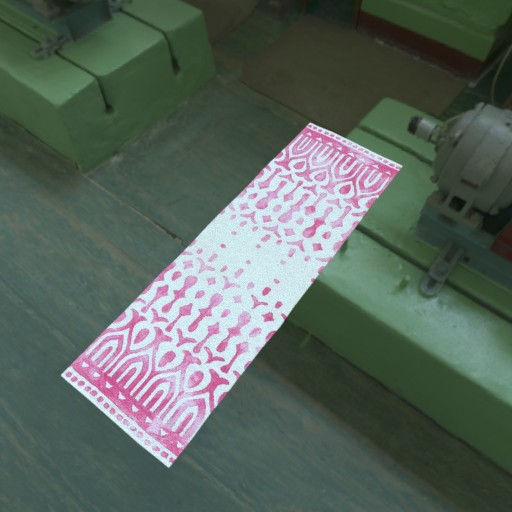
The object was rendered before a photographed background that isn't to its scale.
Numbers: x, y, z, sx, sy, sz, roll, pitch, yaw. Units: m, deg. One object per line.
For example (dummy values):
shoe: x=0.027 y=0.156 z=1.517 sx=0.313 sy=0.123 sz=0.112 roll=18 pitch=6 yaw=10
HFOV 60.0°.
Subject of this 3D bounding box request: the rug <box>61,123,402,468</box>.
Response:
rug: x=0.000 y=0.000 z=2.765 sx=0.787 sy=0.011 sz=2.458 roll=32 pitch=64 yaw=18
